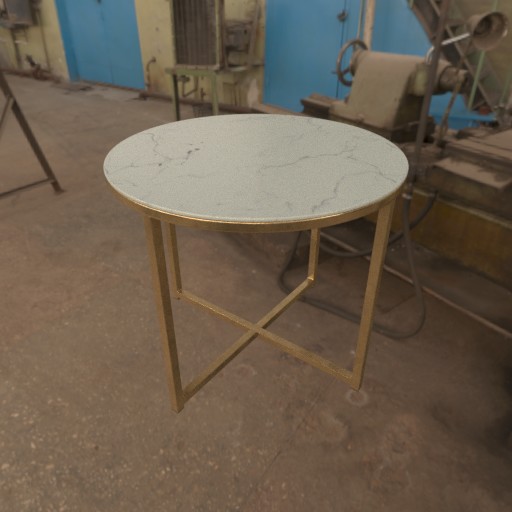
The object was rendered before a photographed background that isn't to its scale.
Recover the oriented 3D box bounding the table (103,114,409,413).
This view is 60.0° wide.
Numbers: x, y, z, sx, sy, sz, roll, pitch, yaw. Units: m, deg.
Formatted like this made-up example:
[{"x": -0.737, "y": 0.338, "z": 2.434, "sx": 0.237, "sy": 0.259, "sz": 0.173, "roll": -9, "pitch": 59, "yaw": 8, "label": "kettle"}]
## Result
[{"x": 0.000, "y": 0.000, "z": 0.867, "sx": 0.500, "sy": 0.420, "sz": 0.500, "roll": 0, "pitch": 32, "yaw": 0, "label": "table"}]
